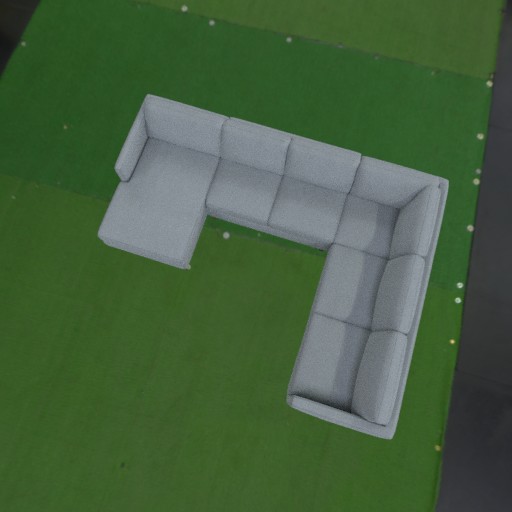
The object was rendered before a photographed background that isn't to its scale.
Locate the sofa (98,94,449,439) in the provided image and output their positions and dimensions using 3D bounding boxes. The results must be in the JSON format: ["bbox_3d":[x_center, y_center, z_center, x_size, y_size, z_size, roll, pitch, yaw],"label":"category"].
[{"bbox_3d":[0.000,0.000,4.424,3.238,0.853,2.551,17,75,5],"label":"sofa"}]
